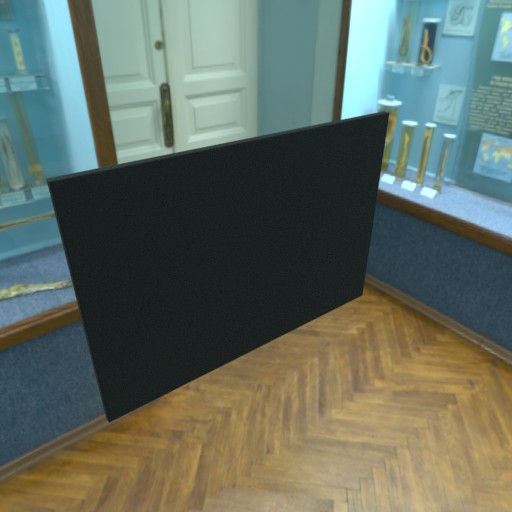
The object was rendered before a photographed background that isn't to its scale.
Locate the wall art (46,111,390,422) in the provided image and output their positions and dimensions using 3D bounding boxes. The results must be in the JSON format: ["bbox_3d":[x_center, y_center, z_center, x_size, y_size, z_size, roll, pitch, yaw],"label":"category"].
[{"bbox_3d":[0.000,0.000,1.232,0.958,0.656,0.026,-20,36,-31],"label":"wall art"}]
